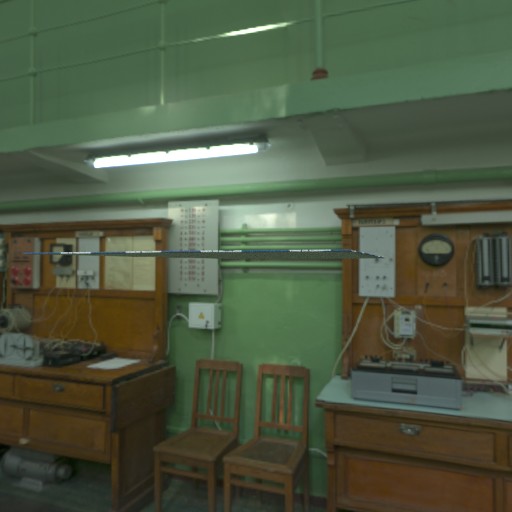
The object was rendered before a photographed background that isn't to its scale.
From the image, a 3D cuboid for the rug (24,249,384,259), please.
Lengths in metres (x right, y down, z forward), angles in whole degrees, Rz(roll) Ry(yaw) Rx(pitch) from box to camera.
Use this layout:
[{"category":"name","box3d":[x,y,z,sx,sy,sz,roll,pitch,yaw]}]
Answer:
[{"category":"rug","box3d":[0.000,0.000,2.205,1.153,0.010,1.755,0,-1,19]}]
